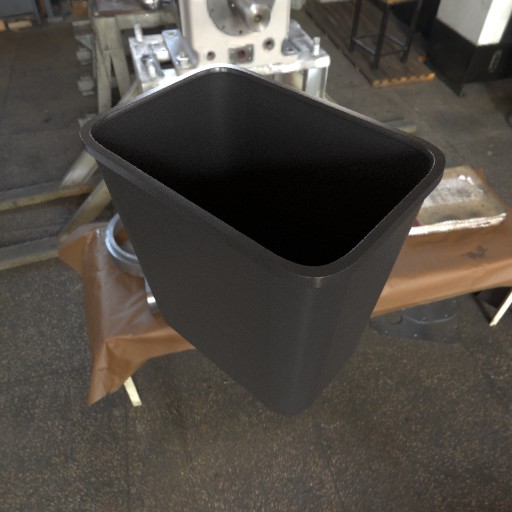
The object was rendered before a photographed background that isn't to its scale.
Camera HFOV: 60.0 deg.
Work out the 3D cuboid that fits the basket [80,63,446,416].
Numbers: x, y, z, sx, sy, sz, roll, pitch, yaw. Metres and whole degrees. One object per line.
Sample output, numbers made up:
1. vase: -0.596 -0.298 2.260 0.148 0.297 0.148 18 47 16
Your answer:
1. basket: 0.000 0.000 0.516 0.300 0.307 0.211 33 55 26
